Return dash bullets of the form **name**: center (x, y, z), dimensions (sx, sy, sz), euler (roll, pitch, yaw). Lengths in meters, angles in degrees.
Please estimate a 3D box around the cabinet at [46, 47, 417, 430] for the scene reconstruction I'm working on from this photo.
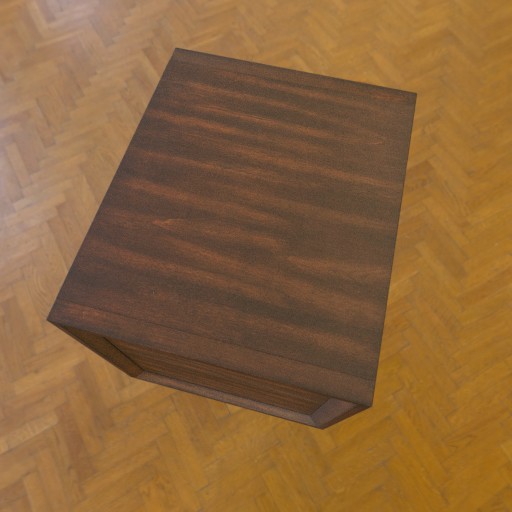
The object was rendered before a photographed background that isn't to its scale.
- **cabinet**: center (0.000, 0.000, 0.829), dimensions (0.402, 0.455, 0.500), euler (13, 66, 6)
